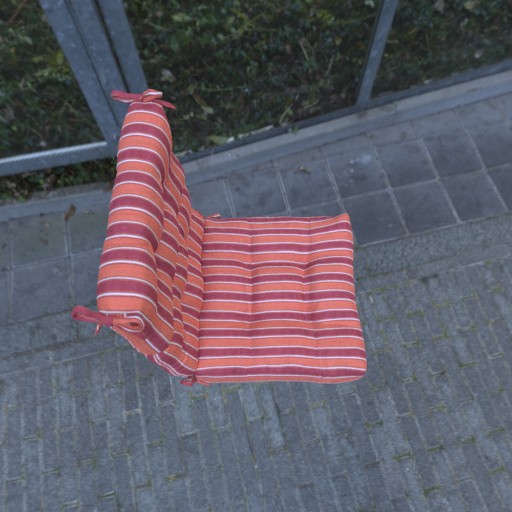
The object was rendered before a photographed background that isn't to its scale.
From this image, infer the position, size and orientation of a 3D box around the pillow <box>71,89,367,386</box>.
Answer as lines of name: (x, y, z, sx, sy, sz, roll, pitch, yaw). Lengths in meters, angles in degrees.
pillow: (0.000, 0.000, 1.026, 0.571, 0.605, 0.519, 0, 65, 0)
